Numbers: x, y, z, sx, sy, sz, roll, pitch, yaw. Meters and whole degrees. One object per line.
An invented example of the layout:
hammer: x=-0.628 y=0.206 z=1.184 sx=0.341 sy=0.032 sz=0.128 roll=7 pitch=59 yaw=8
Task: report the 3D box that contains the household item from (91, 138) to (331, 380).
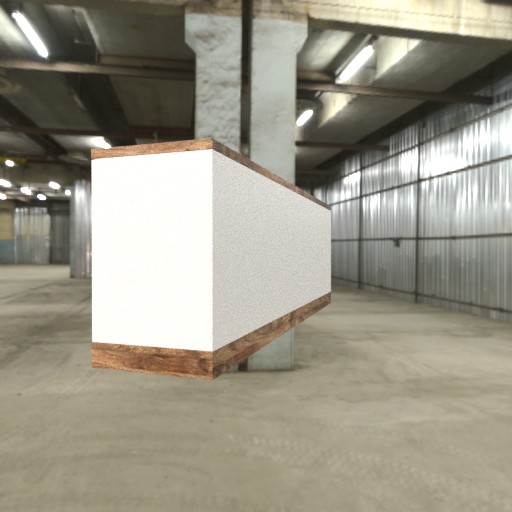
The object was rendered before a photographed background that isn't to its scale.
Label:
household item: x=0.000 y=0.000 z=2.039 sx=0.390 sy=0.615 sz=1.800 roll=0 pitch=1 yaw=19
